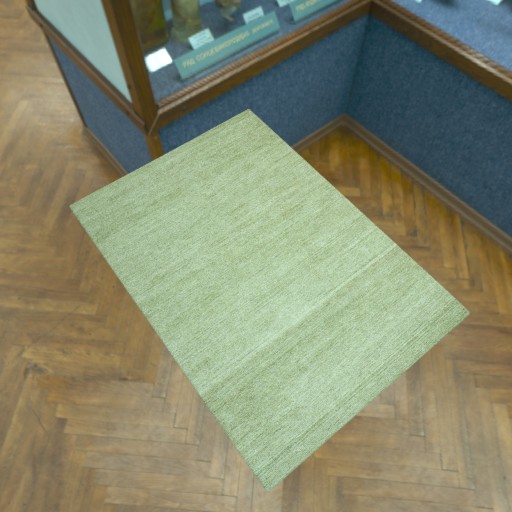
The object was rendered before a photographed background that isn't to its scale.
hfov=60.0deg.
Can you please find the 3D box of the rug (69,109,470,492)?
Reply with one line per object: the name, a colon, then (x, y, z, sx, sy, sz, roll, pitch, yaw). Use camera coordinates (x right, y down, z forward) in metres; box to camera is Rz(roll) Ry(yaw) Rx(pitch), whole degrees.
rug: (0.000, 0.000, 2.942, 1.606, 0.017, 2.270, -34, 66, -18)
